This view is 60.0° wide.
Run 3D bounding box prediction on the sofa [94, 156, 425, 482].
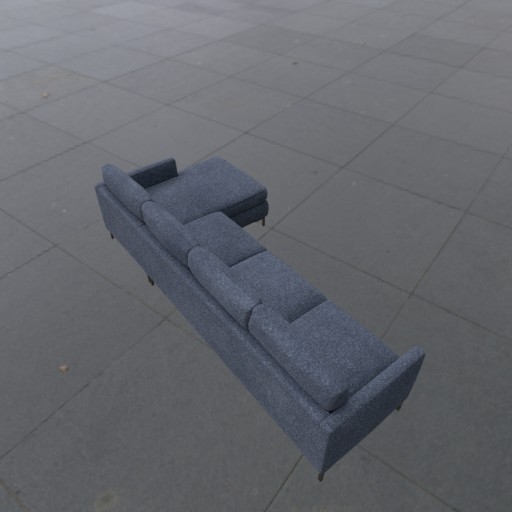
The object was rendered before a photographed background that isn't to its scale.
[{"bbox_3d":[0.000,0.000,3.451,1.350,0.810,2.932,-28,48,-28],"label":"sofa"}]
